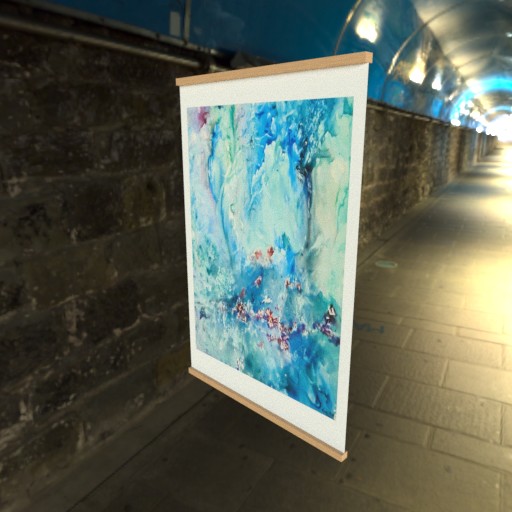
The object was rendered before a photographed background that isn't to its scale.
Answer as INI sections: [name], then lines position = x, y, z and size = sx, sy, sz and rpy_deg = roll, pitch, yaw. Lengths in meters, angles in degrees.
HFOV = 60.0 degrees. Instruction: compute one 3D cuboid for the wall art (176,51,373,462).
[wall art]
position = 0.000, 0.000, 1.296
size = 0.669, 1.020, 0.027
rpy_deg = 14, 21, 42
